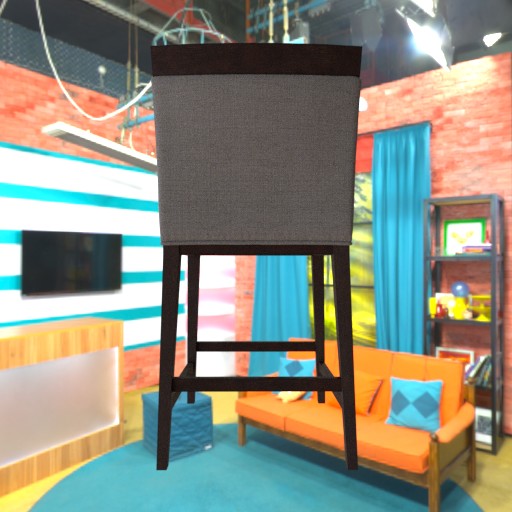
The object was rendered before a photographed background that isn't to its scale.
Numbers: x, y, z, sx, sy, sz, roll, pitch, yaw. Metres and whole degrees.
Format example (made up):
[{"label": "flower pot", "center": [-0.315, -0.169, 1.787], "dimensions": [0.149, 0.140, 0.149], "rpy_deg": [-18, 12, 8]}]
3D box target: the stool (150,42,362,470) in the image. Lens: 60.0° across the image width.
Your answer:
[{"label": "stool", "center": [0.000, 0.000, 1.288], "dimensions": [0.512, 1.009, 0.531], "rpy_deg": [0, 0, 0]}]
